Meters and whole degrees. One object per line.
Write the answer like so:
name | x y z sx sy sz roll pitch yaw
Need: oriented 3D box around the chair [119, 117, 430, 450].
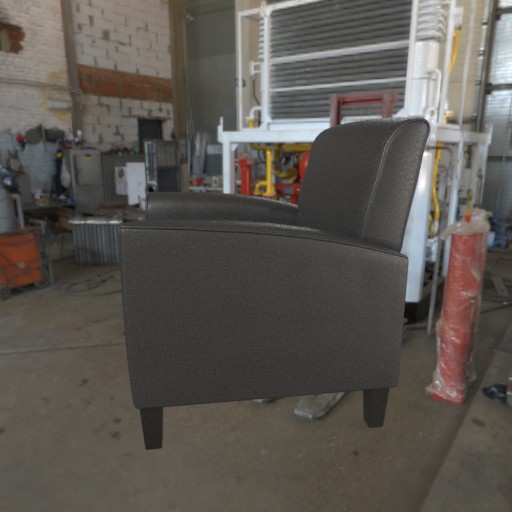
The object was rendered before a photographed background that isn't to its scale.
chair | 0.000 0.000 1.552 0.819 0.916 0.820 -2 14 -8
